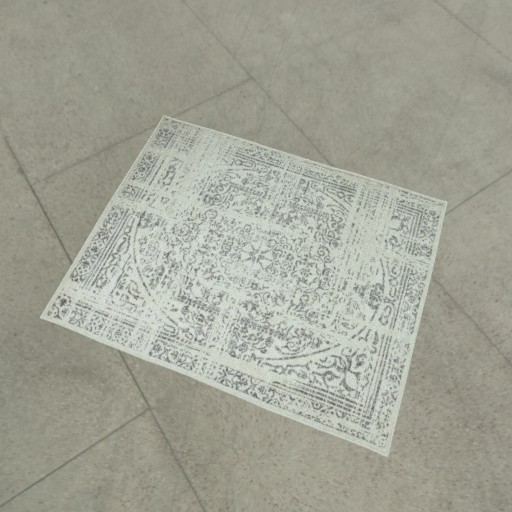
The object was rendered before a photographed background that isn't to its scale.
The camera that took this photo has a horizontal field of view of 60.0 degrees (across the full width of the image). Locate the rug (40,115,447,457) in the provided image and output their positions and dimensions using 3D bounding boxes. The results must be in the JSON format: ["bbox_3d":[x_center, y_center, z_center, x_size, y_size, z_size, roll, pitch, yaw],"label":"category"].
[{"bbox_3d":[0.000,0.000,3.850,2.921,0.032,2.311,19,66,9],"label":"rug"}]
